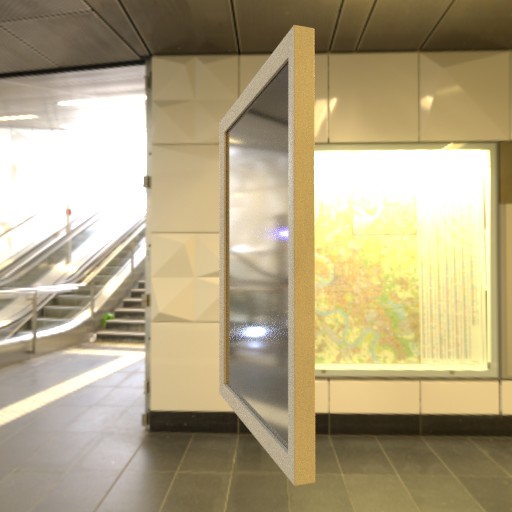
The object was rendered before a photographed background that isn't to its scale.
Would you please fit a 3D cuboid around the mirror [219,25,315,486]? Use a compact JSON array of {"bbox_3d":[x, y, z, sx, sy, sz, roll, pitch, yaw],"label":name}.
[{"bbox_3d":[0.000,0.000,0.929,0.040,0.710,0.507,0,-1,-18],"label":"mirror"}]
